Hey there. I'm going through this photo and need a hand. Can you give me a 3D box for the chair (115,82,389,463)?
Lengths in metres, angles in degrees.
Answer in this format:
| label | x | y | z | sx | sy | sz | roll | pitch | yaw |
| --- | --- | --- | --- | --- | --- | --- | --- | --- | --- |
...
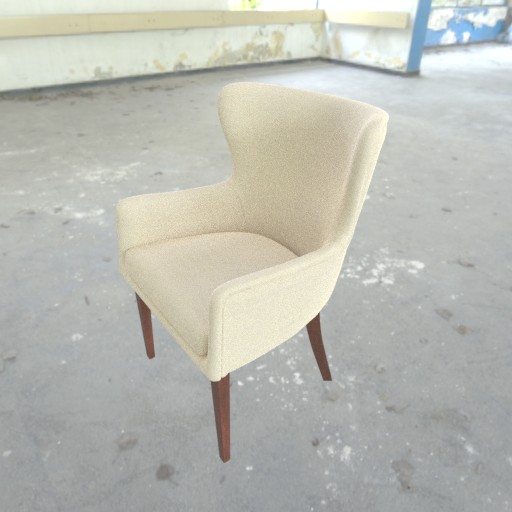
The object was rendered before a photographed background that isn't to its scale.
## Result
| label | x | y | z | sx | sy | sz | roll | pitch | yaw |
| --- | --- | --- | --- | --- | --- | --- | --- | --- | --- |
| chair | 0.000 | 0.000 | 1.494 | 0.744 | 0.990 | 0.696 | -20 | 37 | -30 |
